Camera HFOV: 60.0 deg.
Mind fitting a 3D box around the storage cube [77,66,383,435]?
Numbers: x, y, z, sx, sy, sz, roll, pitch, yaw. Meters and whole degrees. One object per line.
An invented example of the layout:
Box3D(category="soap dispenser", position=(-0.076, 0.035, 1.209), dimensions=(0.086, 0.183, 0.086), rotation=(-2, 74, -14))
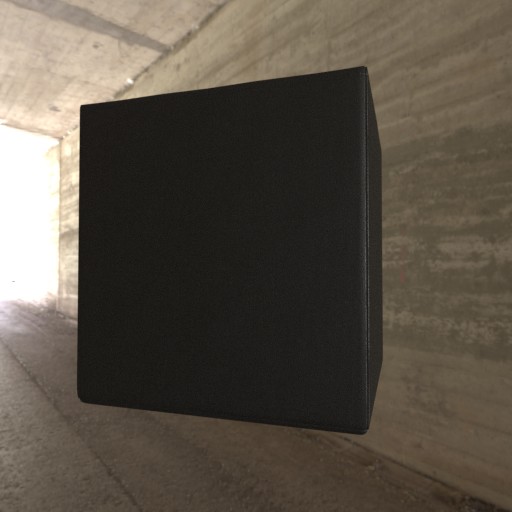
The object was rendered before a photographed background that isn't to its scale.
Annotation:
Box3D(category="storage cube", position=(0.000, 0.000, 0.499), dimensions=(0.270, 0.280, 0.270), rotation=(0, -2, 18))
